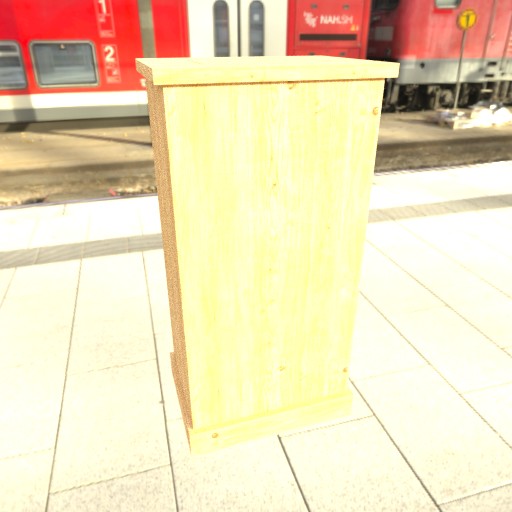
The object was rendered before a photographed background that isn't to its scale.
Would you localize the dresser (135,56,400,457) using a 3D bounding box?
[{"bbox_3d":[0.000,0.000,1.290,0.531,1.041,0.390,-8,28,-16],"label":"dresser"}]
